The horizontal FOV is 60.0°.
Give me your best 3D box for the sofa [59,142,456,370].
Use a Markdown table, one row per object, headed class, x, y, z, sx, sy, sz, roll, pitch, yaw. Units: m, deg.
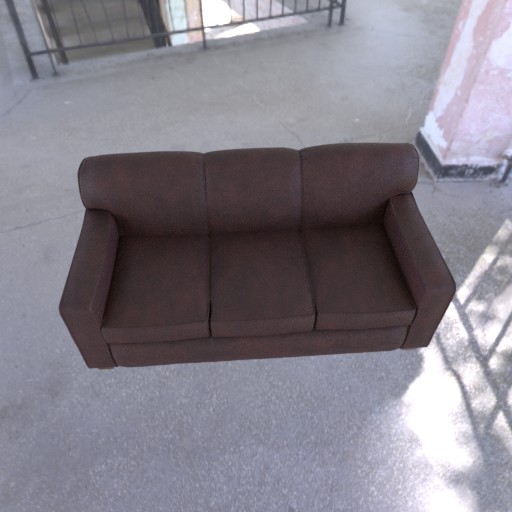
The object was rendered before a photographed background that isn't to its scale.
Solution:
| class | x | y | z | sx | sy | sz | roll | pitch | yaw |
| --- | --- | --- | --- | --- | --- | --- | --- | --- | --- |
| sofa | 0.000 | 0.000 | 2.641 | 2.039 | 0.953 | 1.008 | -3 | 46 | -3 |
